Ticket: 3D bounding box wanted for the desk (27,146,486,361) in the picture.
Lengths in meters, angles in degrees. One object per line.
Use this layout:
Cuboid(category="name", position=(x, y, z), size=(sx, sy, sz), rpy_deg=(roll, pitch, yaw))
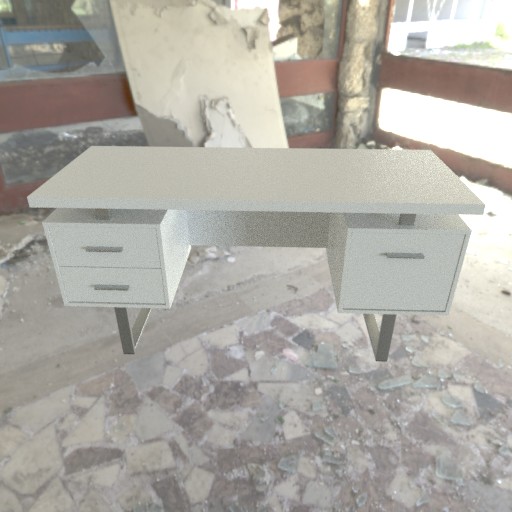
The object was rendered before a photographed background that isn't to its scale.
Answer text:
Cuboid(category="desk", position=(0.000, 0.000, 1.924), size=(1.530, 0.773, 0.603), rpy_deg=(1, 30, 2))
